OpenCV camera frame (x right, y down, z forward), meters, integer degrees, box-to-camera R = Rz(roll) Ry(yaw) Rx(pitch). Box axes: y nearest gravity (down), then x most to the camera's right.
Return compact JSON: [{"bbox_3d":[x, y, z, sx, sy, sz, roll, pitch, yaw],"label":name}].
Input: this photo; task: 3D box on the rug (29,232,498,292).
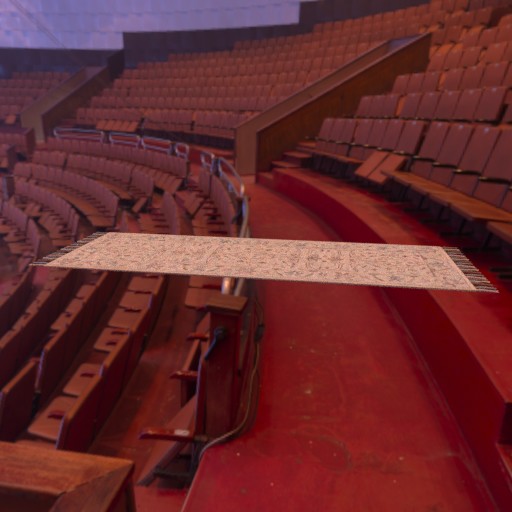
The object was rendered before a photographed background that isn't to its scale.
[{"bbox_3d":[0.000,0.000,2.626,2.440,0.013,0.769,3,17,9],"label":"rug"}]
